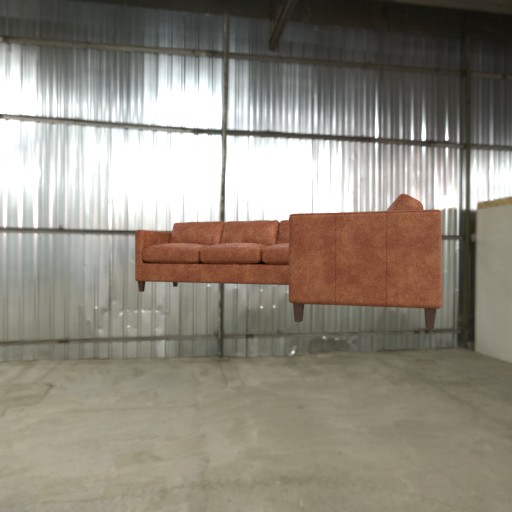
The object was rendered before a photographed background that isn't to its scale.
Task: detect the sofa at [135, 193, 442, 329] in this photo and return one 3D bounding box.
[{"bbox_3d":[0.000,0.000,4.250,3.167,0.838,2.438,0,1,19],"label":"sofa"}]
